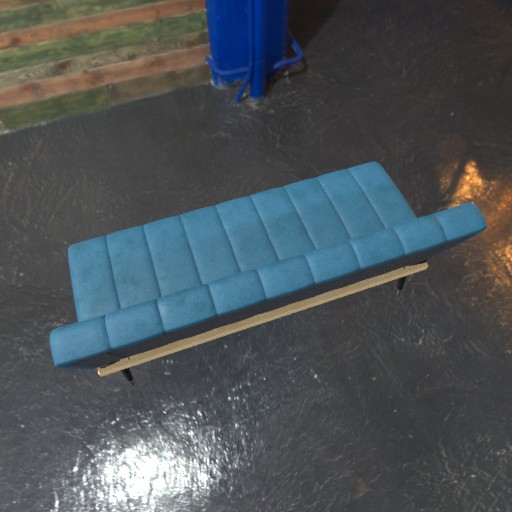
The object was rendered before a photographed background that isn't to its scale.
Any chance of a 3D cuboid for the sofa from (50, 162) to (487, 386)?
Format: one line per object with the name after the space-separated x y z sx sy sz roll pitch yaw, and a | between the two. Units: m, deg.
0.000 0.000 2.238 1.810 0.825 0.830 -17 60 -10 | sofa
